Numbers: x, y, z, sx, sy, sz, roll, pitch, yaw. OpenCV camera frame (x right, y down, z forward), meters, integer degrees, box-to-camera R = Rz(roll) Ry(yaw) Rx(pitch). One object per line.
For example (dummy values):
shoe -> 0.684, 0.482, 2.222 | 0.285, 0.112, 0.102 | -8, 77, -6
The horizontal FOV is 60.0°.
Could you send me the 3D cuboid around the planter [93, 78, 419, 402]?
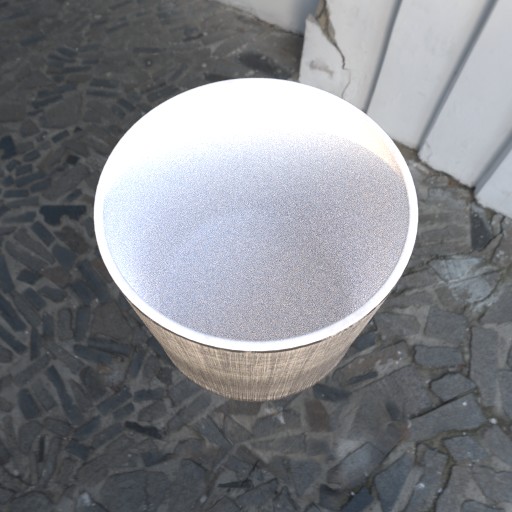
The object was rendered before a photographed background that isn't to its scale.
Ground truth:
planter -> 0.000, 0.000, 0.315 | 0.178, 0.157, 0.178 | 0, 64, 0
